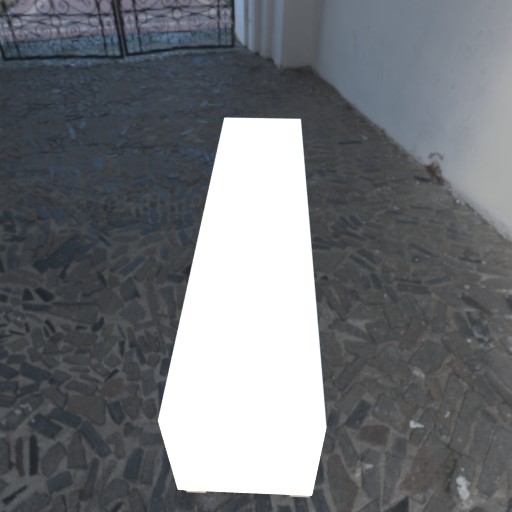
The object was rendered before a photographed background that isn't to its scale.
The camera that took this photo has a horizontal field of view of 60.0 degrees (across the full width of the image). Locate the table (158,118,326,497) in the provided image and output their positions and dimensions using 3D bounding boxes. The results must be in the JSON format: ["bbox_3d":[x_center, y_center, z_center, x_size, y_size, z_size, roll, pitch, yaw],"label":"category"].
[{"bbox_3d":[0.000,0.000,1.780,0.390,0.420,1.650,2,41,2],"label":"table"}]
